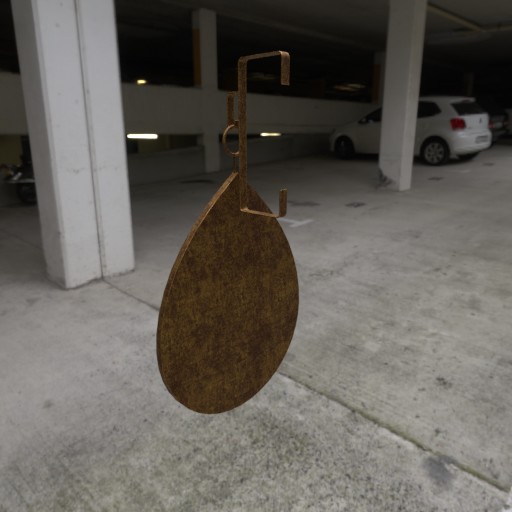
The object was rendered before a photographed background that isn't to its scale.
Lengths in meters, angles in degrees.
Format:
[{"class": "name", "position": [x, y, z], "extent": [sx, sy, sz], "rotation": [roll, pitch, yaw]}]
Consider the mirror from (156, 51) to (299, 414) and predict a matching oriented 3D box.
[{"class": "mirror", "position": [0.000, 0.000, 0.895], "extent": [0.405, 0.744, 0.144], "rotation": [-15, 22, -42]}]
